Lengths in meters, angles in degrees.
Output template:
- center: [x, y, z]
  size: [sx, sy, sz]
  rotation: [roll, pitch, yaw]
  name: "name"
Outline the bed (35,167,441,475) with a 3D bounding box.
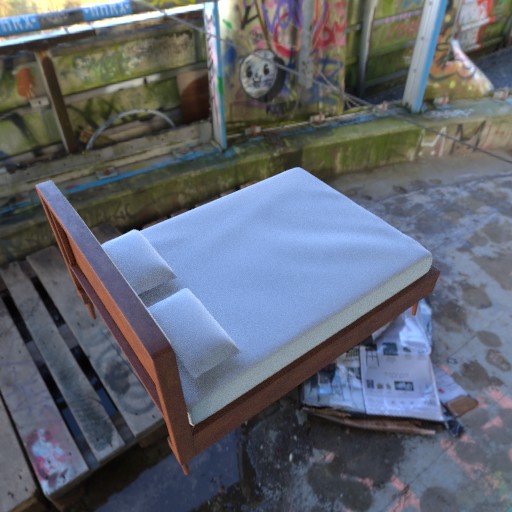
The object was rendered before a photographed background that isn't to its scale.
- center: [0.000, 0.000, 3.129]
  size: [2.196, 1.275, 1.587]
  rotation: [-27, 49, -26]
  name: "bed"
